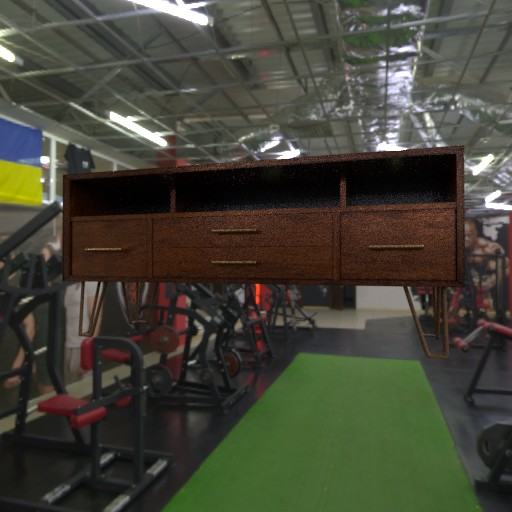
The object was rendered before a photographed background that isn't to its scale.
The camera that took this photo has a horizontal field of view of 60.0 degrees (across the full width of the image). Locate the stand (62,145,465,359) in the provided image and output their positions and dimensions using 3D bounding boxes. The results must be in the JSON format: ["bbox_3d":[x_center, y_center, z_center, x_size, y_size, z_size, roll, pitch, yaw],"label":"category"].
[{"bbox_3d":[0.000,0.000,1.665,1.372,0.610,0.481,0,-1,18],"label":"stand"}]
